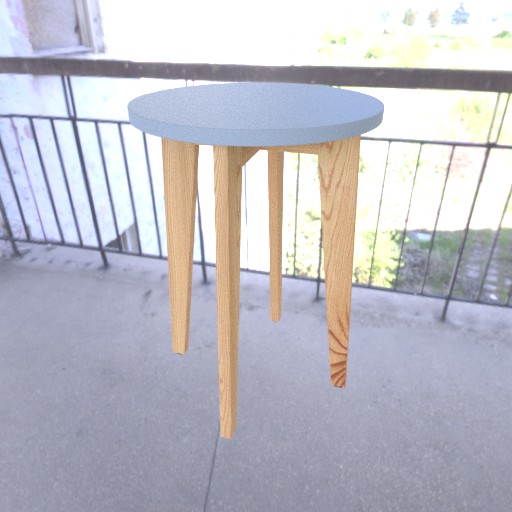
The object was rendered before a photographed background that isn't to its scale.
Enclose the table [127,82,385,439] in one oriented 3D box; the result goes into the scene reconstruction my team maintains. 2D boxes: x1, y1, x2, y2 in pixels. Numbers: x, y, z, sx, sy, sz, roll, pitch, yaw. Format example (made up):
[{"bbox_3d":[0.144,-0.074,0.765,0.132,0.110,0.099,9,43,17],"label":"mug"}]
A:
[{"bbox_3d":[0.000,0.000,0.743,0.350,0.500,0.350,0,29,0],"label":"table"}]
